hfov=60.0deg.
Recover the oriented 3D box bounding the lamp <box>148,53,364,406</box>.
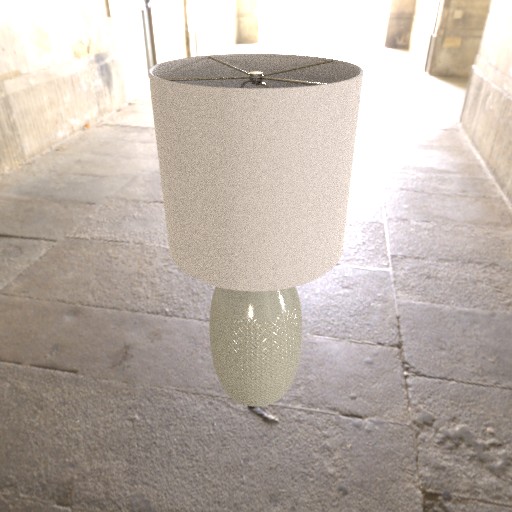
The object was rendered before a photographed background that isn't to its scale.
[{"bbox_3d":[0.000,0.000,0.572,0.217,0.453,0.217,-20,37,-29],"label":"lamp"}]
